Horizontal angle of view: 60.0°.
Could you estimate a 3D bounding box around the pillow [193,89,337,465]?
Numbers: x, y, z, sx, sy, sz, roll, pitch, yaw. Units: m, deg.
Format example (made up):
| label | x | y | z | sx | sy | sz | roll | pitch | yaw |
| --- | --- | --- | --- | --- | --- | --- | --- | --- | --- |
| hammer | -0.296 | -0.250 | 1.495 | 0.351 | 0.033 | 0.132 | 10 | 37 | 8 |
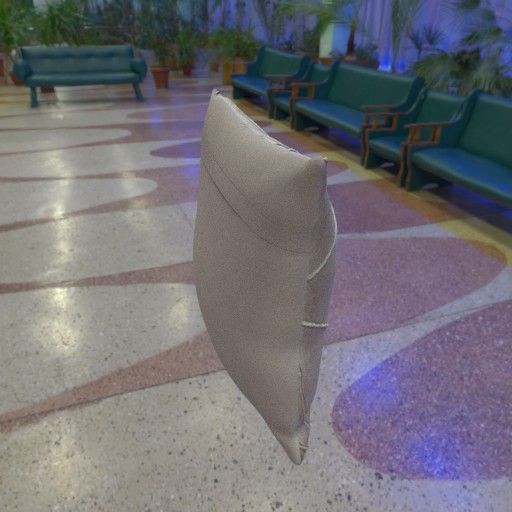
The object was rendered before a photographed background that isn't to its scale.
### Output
| label | x | y | z | sx | sy | sz | roll | pitch | yaw |
| --- | --- | --- | --- | --- | --- | --- | --- | --- | --- |
| pillow | 0.000 | 0.000 | 0.693 | 0.185 | 0.440 | 0.439 | -10 | 32 | -16 |
